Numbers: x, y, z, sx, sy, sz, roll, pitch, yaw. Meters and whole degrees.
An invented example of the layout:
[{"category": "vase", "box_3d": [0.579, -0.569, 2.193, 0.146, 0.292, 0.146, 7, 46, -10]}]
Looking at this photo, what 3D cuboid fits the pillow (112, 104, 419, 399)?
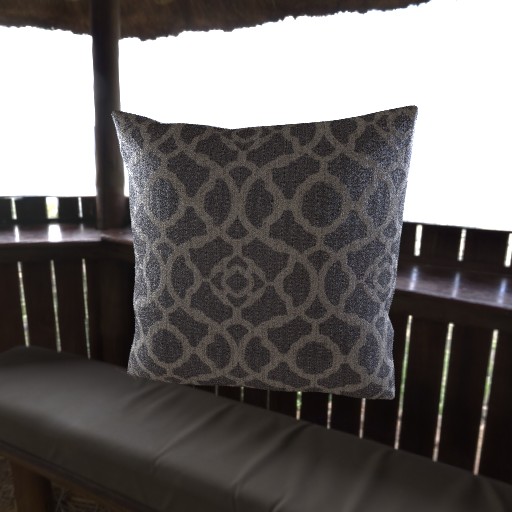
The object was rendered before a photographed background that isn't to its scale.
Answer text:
[{"category": "pillow", "box_3d": [0.000, 0.000, 0.778, 0.508, 0.498, 0.215, 2, 13, 9]}]
